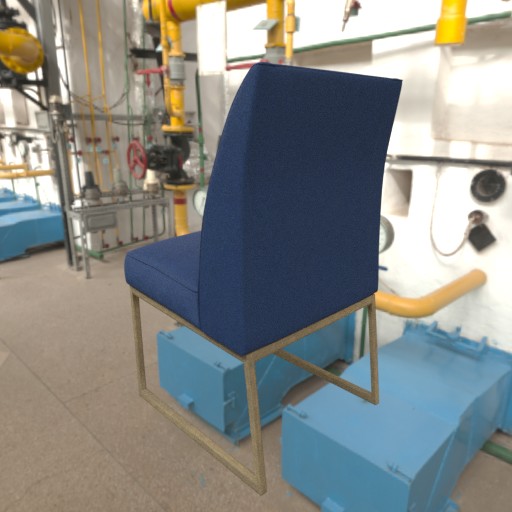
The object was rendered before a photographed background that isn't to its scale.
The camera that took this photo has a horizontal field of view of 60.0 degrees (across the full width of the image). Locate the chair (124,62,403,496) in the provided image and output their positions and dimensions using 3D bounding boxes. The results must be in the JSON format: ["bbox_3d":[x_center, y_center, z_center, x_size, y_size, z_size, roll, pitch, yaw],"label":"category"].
[{"bbox_3d":[0.000,0.000,1.161,0.508,0.863,0.522,-16,23,-42],"label":"chair"}]
